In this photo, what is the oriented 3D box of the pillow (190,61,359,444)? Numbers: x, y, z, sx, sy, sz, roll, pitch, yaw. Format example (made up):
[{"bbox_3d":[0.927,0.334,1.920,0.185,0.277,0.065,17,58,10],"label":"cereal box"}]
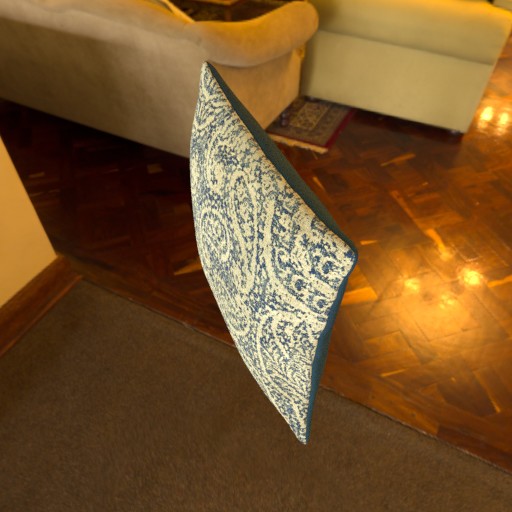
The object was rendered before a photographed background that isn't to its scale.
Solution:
[{"bbox_3d":[0.000,0.000,0.805,0.166,0.510,0.523,-16,49,-15],"label":"pillow"}]
